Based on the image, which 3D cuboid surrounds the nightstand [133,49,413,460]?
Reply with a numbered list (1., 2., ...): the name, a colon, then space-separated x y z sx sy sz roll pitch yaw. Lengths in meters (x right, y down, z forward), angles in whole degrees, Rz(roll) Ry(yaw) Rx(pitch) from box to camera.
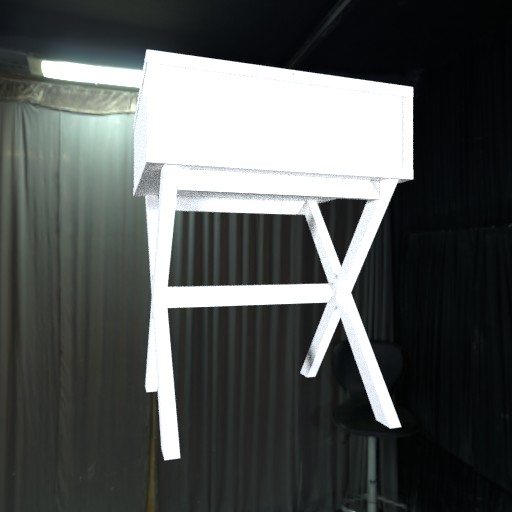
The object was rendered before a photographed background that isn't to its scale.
1. nightstand: 0.000 0.000 0.933 0.479 0.623 0.402 0 0 -18
